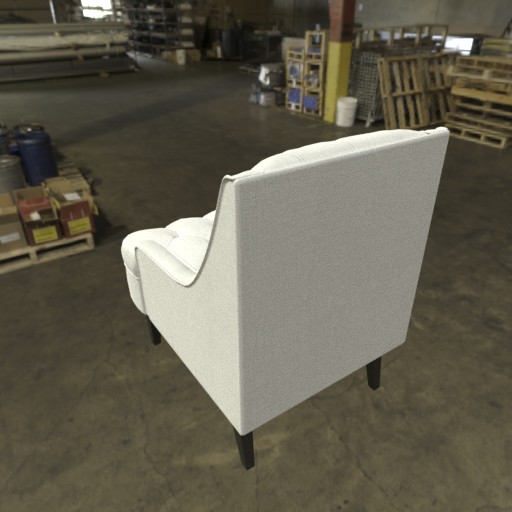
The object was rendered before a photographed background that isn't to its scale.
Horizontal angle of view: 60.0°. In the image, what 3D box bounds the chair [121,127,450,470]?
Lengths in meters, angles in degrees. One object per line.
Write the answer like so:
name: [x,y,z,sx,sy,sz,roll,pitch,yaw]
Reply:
chair: [0.000,0.000,1.414,0.658,0.891,0.772,-19,35,-30]
